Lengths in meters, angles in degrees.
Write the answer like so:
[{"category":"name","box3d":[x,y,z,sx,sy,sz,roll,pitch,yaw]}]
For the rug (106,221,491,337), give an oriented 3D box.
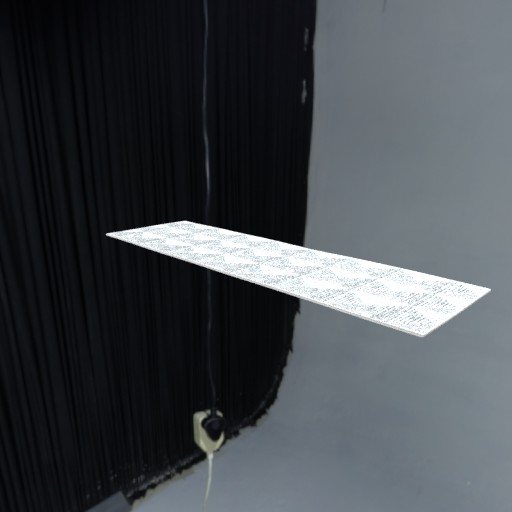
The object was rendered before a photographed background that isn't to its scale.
[{"category":"rug","box3d":[0.000,0.000,2.385,0.645,0.015,2.182,-14,21,-43]}]
